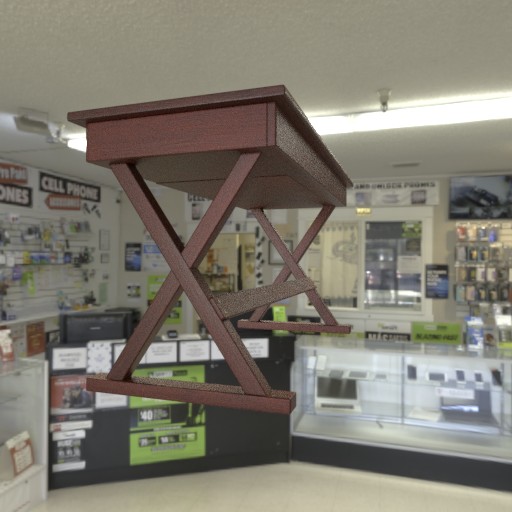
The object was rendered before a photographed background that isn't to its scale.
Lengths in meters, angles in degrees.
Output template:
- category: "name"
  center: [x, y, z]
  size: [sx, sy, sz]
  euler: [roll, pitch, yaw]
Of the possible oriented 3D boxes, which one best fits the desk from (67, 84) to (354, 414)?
- category: "desk"
  center: [0.000, 0.000, 1.731]
  size: [0.600, 0.761, 1.372]
  euler: [0, 0, 19]
